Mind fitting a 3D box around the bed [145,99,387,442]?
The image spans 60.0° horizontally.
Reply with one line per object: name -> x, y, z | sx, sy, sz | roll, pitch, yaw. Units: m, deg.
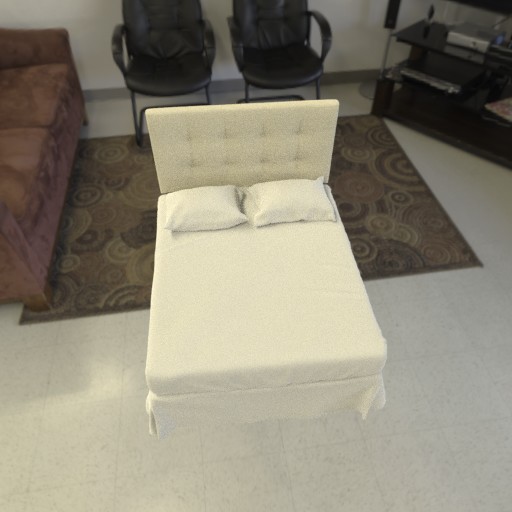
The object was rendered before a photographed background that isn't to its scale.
bed -> 0.000, 0.000, 3.584 | 1.936, 1.577, 2.222 | -4, 47, -4
